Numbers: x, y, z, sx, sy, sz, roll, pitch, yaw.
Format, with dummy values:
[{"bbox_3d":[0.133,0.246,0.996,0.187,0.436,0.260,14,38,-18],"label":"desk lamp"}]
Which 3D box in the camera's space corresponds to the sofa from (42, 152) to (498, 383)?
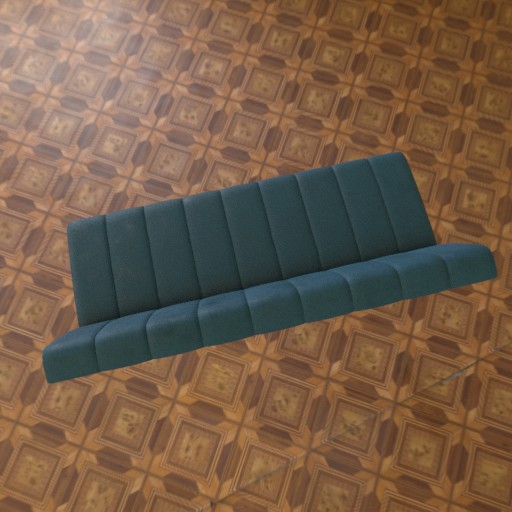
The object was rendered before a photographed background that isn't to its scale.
[{"bbox_3d":[0.000,0.000,2.180,1.810,0.825,0.830,-13,74,-4],"label":"sofa"}]
